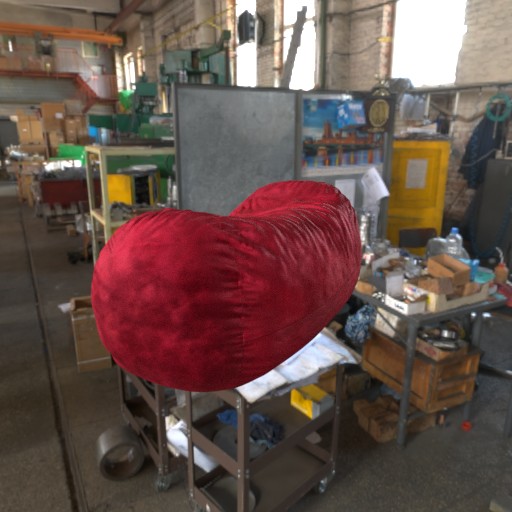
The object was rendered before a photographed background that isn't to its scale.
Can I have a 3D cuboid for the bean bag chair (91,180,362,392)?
[{"bbox_3d":[0.000,0.000,2.933,1.216,0.867,2.293,8,18,27],"label":"bean bag chair"}]
